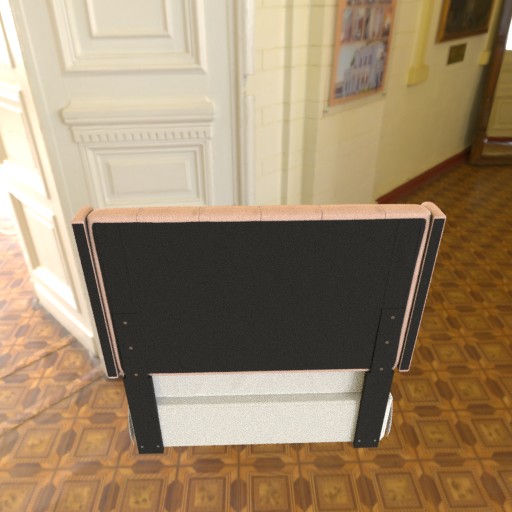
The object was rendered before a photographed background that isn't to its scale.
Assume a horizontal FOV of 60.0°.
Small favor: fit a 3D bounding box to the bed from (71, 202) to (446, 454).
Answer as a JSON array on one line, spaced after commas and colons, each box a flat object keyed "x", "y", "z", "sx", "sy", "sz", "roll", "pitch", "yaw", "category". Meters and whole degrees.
[{"x": 0.000, "y": 0.000, "z": 3.290, "sx": 1.719, "sy": 1.665, "sz": 2.066, "roll": -1, "pitch": 31, "yaw": -2, "category": "bed"}]
